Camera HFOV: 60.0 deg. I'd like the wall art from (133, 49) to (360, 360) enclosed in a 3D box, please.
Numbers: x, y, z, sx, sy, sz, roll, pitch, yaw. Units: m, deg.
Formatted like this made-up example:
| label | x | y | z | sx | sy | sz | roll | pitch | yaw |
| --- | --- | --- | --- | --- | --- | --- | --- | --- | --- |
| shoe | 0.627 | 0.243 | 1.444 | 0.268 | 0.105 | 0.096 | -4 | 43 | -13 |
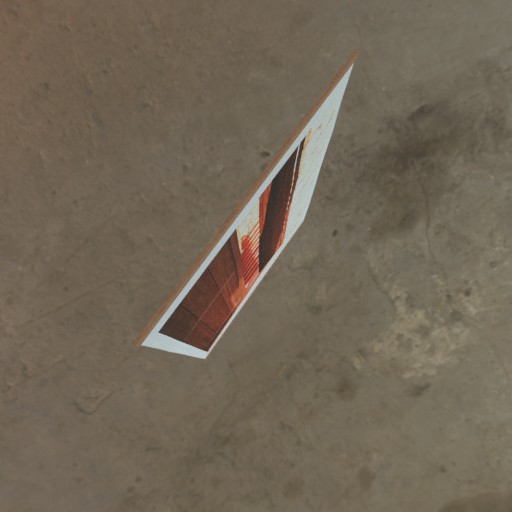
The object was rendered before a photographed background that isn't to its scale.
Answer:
| label | x | y | z | sx | sy | sz | roll | pitch | yaw |
| --- | --- | --- | --- | --- | --- | --- | --- | --- | --- |
| wall art | 0.000 | 0.000 | 1.907 | 0.019 | 1.527 | 1.019 | 34 | 78 | 8 |
